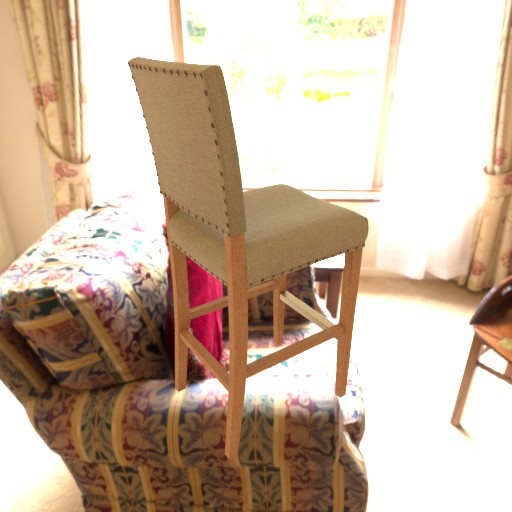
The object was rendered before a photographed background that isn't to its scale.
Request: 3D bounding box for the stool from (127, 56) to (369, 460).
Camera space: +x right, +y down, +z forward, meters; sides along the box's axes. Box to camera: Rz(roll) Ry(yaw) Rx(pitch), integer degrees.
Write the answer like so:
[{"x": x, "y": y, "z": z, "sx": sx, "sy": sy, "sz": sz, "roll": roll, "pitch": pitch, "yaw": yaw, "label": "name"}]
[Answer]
[{"x": 0.000, "y": 0.000, "z": 1.468, "sx": 0.585, "sy": 1.203, "sz": 0.445, "roll": -18, "pitch": 32, "yaw": -31, "label": "stool"}]
